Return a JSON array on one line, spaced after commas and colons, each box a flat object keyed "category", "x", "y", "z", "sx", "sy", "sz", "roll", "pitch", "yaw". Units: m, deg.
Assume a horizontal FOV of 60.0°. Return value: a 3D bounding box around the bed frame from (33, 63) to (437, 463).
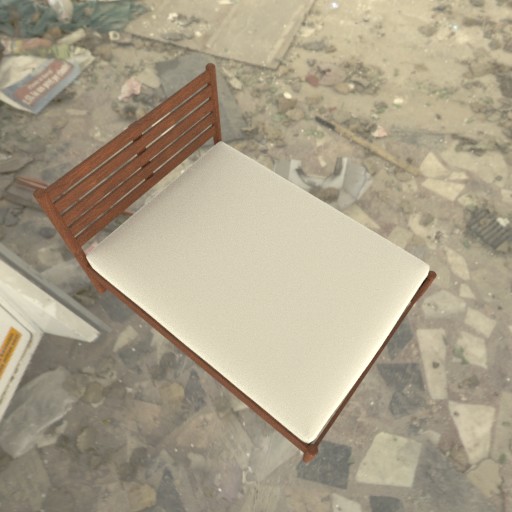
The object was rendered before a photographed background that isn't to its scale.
[{"category": "bed frame", "x": 0.000, "y": 0.000, "z": 3.257, "sx": 2.234, "sy": 1.321, "sz": 1.655, "roll": 34, "pitch": 65, "yaw": 19}]
